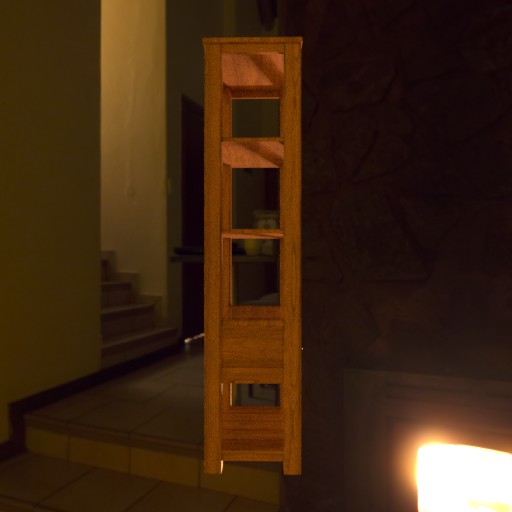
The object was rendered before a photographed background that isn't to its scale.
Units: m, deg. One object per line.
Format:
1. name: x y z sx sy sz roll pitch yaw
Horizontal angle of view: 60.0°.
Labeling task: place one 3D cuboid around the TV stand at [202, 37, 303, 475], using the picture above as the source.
1. TV stand: 0.000 0.000 2.129 0.435 1.828 0.565 0 0 1
